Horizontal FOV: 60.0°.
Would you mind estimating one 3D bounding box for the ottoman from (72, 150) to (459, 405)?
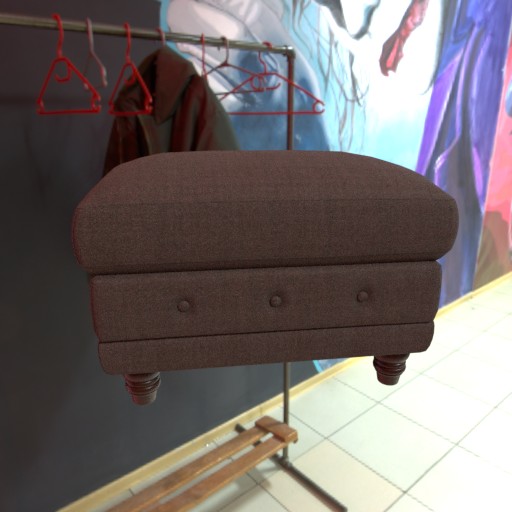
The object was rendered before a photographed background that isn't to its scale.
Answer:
[{"bbox_3d":[0.000,0.000,1.211,0.809,0.555,0.599,-2,17,-7],"label":"ottoman"}]
